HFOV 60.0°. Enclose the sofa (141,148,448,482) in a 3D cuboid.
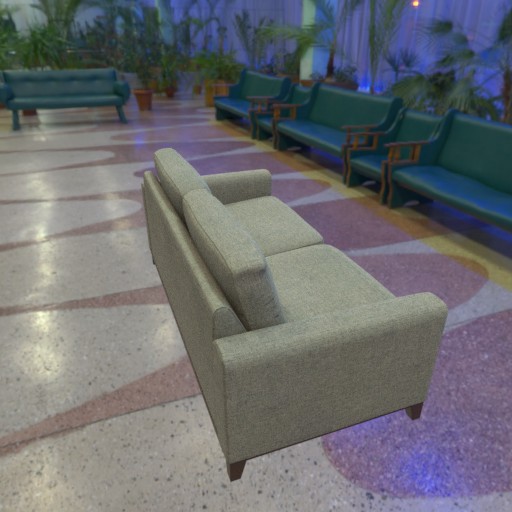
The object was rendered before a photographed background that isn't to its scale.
[{"bbox_3d":[0.000,0.000,2.480,0.969,0.892,1.978,-10,29,-18],"label":"sofa"}]
